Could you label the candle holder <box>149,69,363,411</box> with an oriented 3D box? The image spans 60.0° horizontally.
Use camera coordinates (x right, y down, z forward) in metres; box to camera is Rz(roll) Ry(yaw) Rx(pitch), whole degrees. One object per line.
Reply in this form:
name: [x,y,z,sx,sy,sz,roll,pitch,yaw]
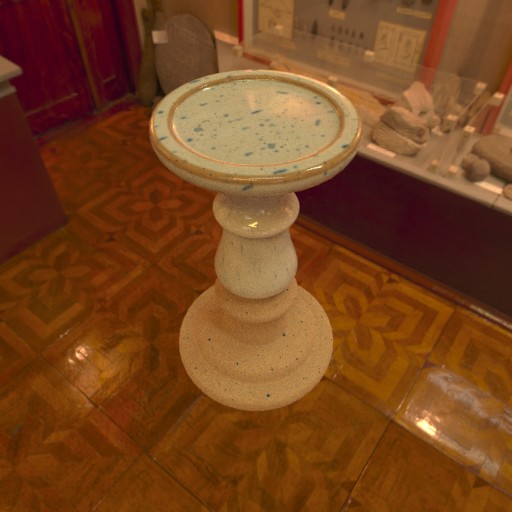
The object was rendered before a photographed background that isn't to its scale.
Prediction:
candle holder: [0.000,0.000,0.289,0.123,0.202,0.123,0,47,0]
